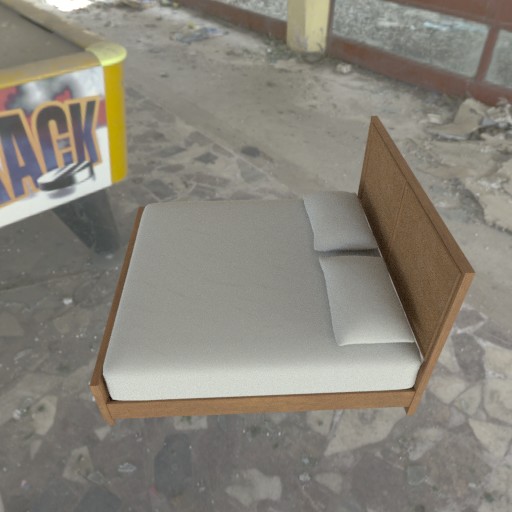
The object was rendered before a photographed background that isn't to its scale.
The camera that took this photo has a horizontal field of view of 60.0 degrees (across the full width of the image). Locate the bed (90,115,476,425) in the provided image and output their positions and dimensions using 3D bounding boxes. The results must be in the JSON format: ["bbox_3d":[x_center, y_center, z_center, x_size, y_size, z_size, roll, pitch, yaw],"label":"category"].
[{"bbox_3d":[0.000,0.000,3.467,2.184,1.387,2.003,-2,40,-2],"label":"bed"}]
